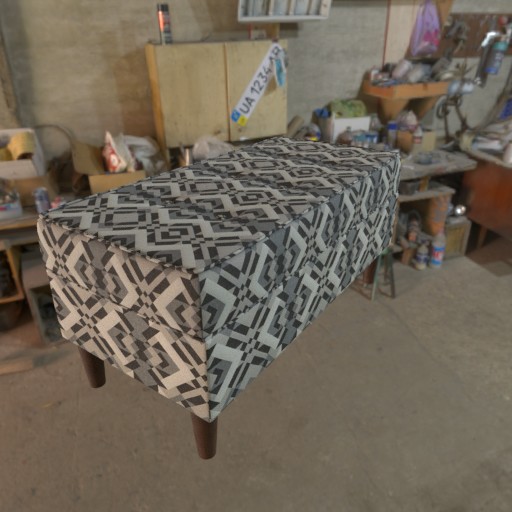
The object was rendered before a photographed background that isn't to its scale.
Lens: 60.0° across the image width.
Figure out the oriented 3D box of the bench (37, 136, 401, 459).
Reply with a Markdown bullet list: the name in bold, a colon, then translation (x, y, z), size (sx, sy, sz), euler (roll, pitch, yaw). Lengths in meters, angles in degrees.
- **bench**: translation (0.000, 0.000, 1.294), size (0.492, 0.477, 1.016), euler (17, 32, 31)
